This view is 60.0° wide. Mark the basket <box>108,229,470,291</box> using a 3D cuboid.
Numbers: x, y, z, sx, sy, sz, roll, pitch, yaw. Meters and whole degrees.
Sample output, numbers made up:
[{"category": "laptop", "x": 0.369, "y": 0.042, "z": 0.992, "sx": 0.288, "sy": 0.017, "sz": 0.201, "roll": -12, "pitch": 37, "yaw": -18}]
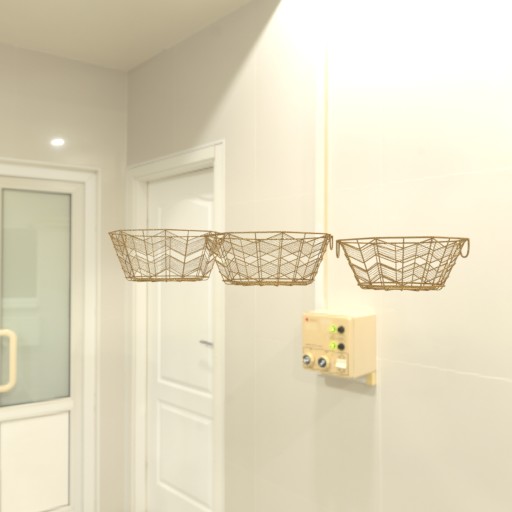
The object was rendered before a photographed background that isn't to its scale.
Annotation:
[{"category": "basket", "x": 0.000, "y": 0.000, "z": 1.414, "sx": 1.245, "sy": 0.178, "sz": 0.432, "roll": -1, "pitch": -1, "yaw": 36}]
